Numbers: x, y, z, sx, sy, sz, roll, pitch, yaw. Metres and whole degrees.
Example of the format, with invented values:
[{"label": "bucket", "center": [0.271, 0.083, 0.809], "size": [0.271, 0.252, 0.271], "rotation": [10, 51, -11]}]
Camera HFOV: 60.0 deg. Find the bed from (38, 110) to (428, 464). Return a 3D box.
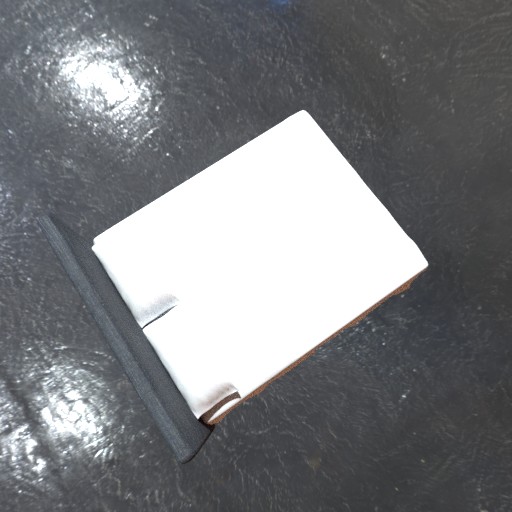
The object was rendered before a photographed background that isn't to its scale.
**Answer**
[{"label": "bed", "center": [0.000, 0.000, 3.247], "size": [2.142, 1.330, 1.723], "rotation": [-34, 78, -8]}]
